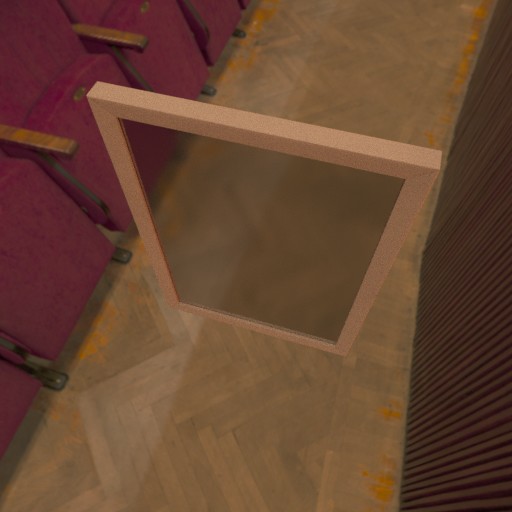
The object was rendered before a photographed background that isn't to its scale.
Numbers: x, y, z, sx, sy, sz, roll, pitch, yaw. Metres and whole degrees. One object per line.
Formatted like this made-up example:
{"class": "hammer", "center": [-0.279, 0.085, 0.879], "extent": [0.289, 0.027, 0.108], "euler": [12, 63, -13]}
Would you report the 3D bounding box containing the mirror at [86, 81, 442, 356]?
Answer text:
{"class": "mirror", "center": [0.000, 0.000, 0.920], "extent": [0.507, 0.710, 0.040], "euler": [14, 59, 9]}
